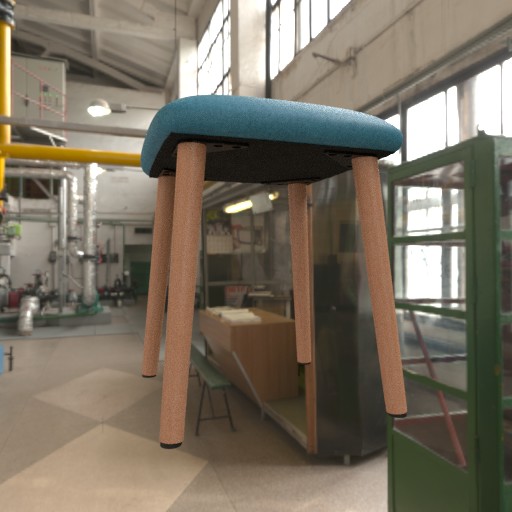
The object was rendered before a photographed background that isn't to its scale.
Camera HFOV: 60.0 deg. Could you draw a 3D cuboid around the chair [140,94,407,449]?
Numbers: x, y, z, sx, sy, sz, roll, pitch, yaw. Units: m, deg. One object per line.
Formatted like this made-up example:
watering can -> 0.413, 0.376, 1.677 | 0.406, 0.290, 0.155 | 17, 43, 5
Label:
chair -> 0.000, 0.000, 0.729 | 0.360, 0.450, 0.360 | 0, 0, -18
